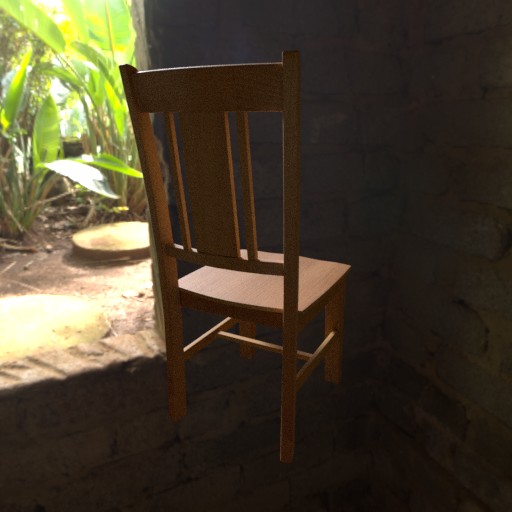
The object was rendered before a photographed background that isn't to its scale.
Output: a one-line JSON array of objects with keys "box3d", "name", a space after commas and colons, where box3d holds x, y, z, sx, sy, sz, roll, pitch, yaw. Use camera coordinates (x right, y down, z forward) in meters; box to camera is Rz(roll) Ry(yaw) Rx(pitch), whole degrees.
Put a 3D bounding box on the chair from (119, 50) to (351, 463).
[{"box3d": [0.000, 0.000, 1.282, 0.450, 0.998, 0.556, 9, 19, 27], "name": "chair"}]
